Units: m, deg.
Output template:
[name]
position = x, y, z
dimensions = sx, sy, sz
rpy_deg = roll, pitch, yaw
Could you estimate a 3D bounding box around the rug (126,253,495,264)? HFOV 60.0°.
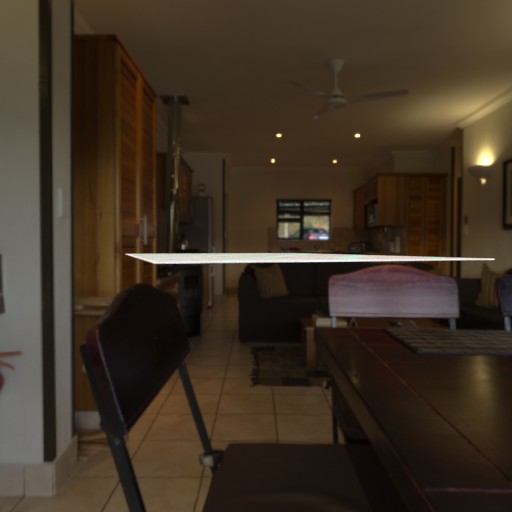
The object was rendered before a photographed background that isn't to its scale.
[rug]
position = 0.000, 0.000, 2.859
dimensions = 1.524, 0.006, 2.286
rpy_deg = 0, 1, -19
